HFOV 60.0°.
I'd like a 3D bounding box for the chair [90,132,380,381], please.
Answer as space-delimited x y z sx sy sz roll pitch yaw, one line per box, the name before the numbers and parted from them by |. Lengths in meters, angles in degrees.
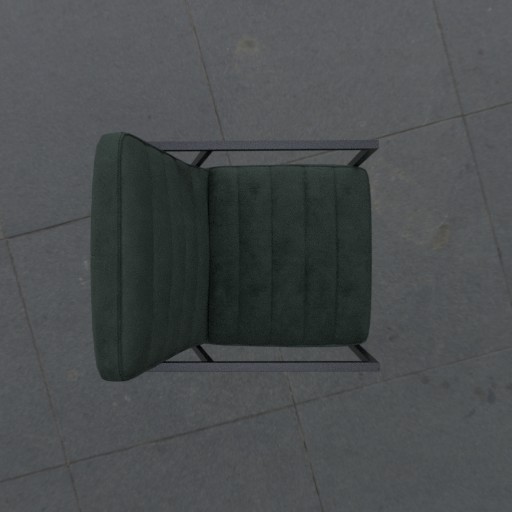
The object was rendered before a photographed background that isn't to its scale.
chair | 0.000 0.000 1.296 0.677 0.833 0.571 0 90 1
